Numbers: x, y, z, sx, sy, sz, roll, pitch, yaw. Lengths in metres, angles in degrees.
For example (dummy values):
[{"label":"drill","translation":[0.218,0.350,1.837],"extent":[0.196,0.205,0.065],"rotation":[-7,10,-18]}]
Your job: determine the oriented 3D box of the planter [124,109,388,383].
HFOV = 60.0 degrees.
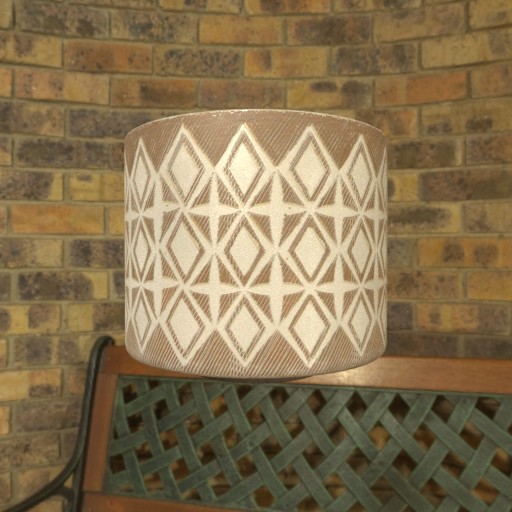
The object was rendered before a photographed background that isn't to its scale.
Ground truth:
[{"label":"planter","translation":[0.000,0.000,0.340],"extent":[0.193,0.165,0.193],"rotation":[0,1,0]}]
